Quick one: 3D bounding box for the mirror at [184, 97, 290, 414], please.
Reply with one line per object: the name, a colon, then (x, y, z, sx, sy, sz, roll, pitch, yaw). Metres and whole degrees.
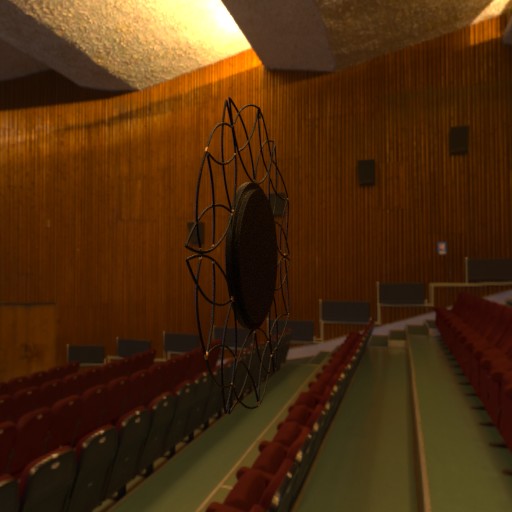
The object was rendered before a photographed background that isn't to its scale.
mirror: (0.000, 0.000, 1.150, 0.028, 0.775, 0.797, 0, -1, 17)
